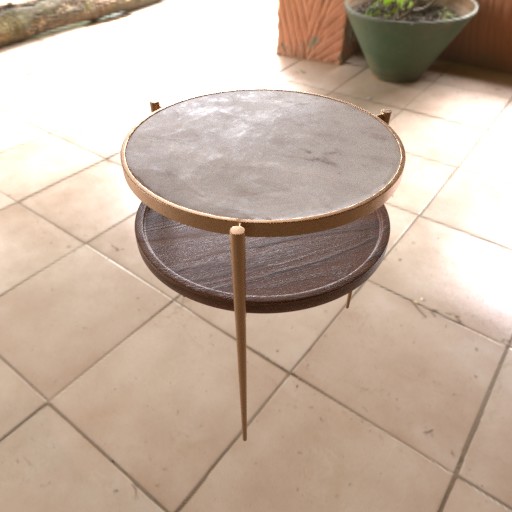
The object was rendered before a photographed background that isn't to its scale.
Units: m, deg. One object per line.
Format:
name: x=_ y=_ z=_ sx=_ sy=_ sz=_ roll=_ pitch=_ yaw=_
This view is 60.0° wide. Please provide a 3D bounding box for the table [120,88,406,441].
table: x=0.000 y=0.000 z=0.839 sx=0.456 sy=0.493 sz=0.430 roll=26 pitch=47 yaw=26
